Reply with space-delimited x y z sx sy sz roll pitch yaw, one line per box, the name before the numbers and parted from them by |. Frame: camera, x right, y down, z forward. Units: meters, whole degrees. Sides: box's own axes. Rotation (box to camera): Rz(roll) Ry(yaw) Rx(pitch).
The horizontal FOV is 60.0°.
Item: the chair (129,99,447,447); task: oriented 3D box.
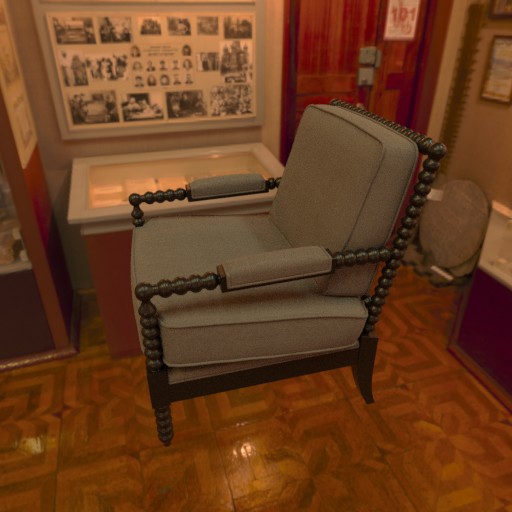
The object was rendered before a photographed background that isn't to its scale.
chair | 0.000 0.000 1.119 0.622 0.661 0.540 -8 31 -13
